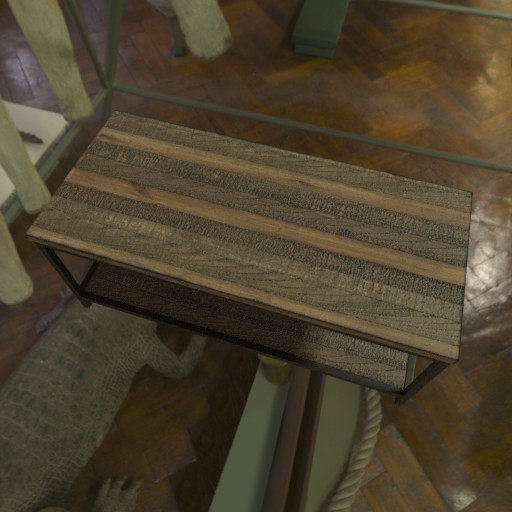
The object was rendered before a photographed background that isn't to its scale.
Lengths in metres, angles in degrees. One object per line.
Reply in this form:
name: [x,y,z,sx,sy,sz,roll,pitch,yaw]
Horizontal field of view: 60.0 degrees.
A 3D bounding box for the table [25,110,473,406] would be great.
table: [0.000,0.000,1.239,0.990,0.399,0.452,15,59,9]
